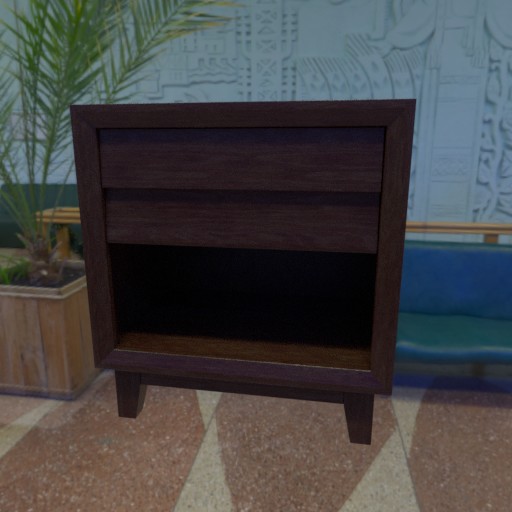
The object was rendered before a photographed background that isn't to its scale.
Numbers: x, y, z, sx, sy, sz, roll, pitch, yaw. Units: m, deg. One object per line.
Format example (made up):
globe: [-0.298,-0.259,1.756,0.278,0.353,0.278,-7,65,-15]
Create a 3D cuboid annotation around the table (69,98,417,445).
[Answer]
table: [0.000,0.000,0.984,0.557,0.609,0.449,2,14,10]
